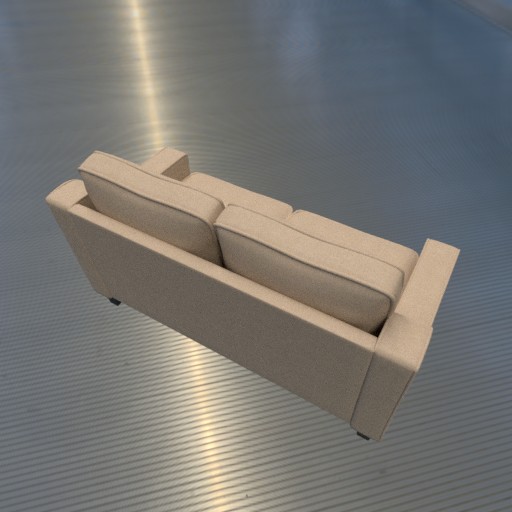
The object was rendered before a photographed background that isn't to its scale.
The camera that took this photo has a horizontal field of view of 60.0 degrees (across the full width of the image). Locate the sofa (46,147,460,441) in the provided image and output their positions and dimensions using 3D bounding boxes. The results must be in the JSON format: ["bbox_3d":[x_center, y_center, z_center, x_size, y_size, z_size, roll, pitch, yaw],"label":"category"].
[{"bbox_3d":[0.000,0.000,3.308,2.587,1.562,1.351,23,50,21],"label":"sofa"}]
